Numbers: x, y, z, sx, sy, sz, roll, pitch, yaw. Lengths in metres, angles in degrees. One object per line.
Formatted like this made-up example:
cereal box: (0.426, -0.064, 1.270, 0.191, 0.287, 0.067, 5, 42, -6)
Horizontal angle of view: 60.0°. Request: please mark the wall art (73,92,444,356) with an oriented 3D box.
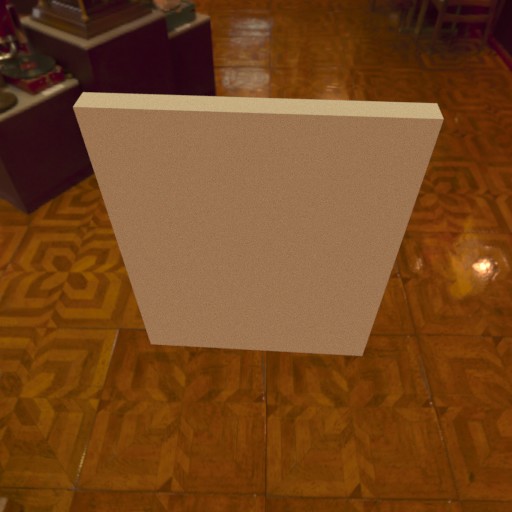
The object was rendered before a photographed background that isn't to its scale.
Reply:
wall art: (0.000, 0.000, 0.754, 0.451, 0.553, 0.039, 3, 47, 2)
